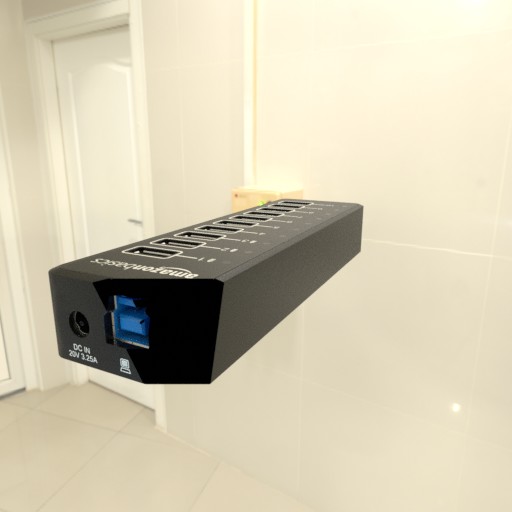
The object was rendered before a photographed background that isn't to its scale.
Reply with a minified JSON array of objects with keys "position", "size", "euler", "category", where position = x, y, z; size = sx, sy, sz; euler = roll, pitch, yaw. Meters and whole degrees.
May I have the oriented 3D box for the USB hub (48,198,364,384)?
[{"position":[0.000,0.000,0.163],"size":[0.044,0.023,0.145],"euler":[8,17,26],"category":"USB hub"}]
